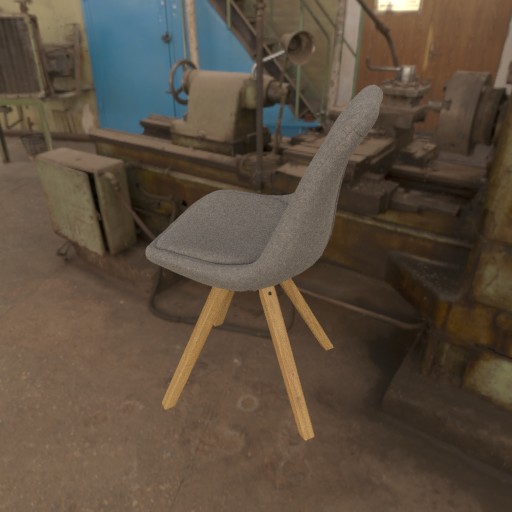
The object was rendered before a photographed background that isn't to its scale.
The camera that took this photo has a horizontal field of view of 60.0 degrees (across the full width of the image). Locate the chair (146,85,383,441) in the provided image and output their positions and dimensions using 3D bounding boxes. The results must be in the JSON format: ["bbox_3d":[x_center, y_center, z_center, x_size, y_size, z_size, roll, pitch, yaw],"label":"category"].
[{"bbox_3d":[0.000,0.000,1.206,0.550,0.865,0.483,8,31,14],"label":"chair"}]
